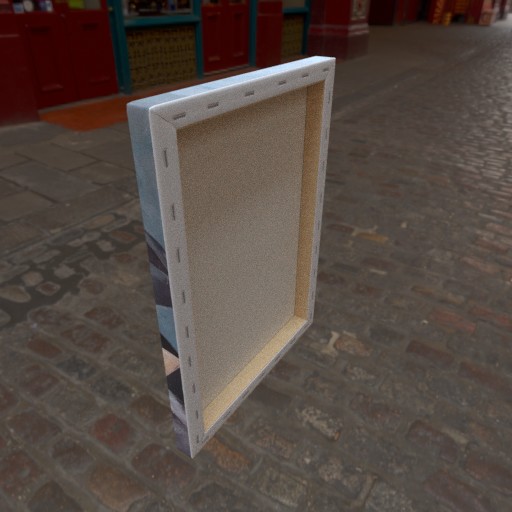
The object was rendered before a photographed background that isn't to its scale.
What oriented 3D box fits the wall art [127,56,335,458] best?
[{"bbox_3d":[0.000,0.000,0.799,0.037,0.613,0.455,20,37,29],"label":"wall art"}]
